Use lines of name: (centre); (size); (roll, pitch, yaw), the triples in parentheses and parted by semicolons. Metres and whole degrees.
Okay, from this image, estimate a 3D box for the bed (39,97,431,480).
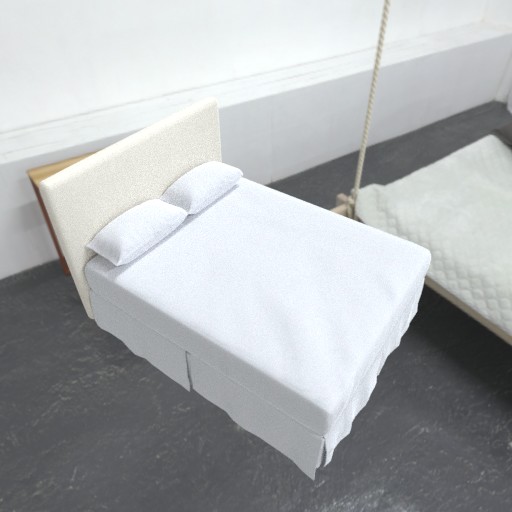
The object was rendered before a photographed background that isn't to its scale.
bed: (0.000, 0.000, 3.169); (2.142, 1.330, 1.713); (25, 48, 26)
